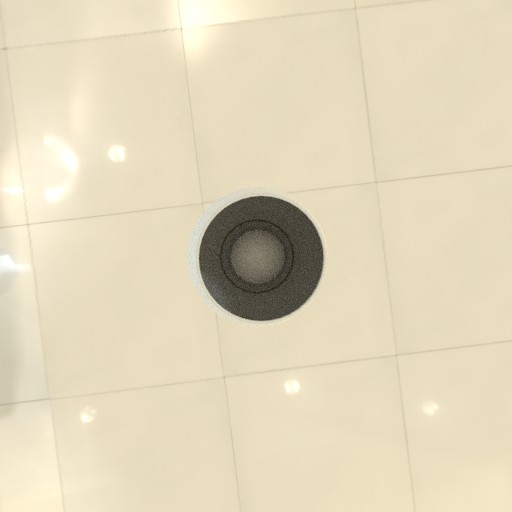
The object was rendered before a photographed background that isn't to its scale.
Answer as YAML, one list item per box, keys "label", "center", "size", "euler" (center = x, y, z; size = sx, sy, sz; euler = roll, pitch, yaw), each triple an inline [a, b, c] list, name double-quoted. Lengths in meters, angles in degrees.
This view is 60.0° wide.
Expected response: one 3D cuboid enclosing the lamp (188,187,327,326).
- label: "lamp"
  center: [0.000, 0.000, 0.710]
  size: [0.181, 0.639, 0.181]
  euler: [0, 90, -1]
